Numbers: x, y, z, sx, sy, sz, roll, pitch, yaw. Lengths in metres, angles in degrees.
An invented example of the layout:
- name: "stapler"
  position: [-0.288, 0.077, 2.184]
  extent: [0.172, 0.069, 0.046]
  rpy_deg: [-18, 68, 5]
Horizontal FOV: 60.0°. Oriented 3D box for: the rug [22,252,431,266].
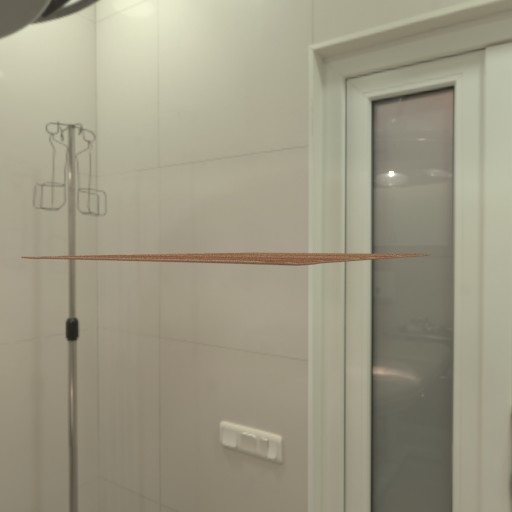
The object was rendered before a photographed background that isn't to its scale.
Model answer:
- name: "rug"
  position: [0.000, 0.000, 4.137]
  extent: [2.479, 0.023, 3.092]
  rpy_deg: [1, 1, 34]
